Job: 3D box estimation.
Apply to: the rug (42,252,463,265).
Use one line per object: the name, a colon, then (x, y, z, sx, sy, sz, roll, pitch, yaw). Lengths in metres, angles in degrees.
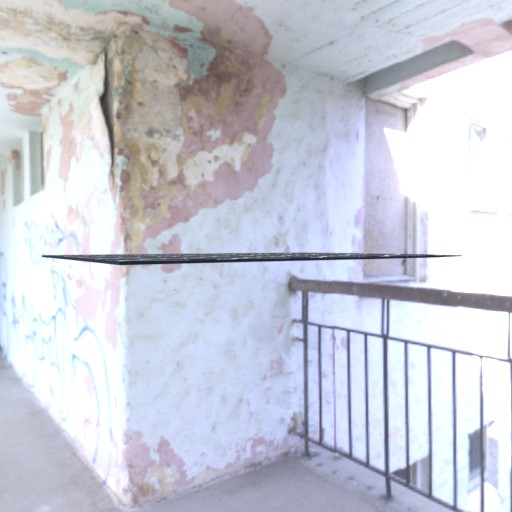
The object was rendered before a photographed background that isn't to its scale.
rug: (0.000, 0.000, 2.880, 2.290, 0.014, 1.526, -1, 1, -35)
